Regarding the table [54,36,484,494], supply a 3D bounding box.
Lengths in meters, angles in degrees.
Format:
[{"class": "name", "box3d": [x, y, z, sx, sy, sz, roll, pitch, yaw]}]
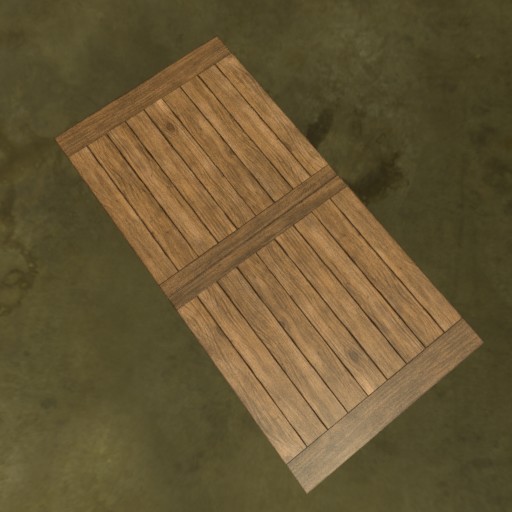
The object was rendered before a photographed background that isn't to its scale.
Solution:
[{"class": "table", "box3d": [0.000, 0.000, 2.295, 0.931, 0.757, 1.867, -36, 78, -9]}]
